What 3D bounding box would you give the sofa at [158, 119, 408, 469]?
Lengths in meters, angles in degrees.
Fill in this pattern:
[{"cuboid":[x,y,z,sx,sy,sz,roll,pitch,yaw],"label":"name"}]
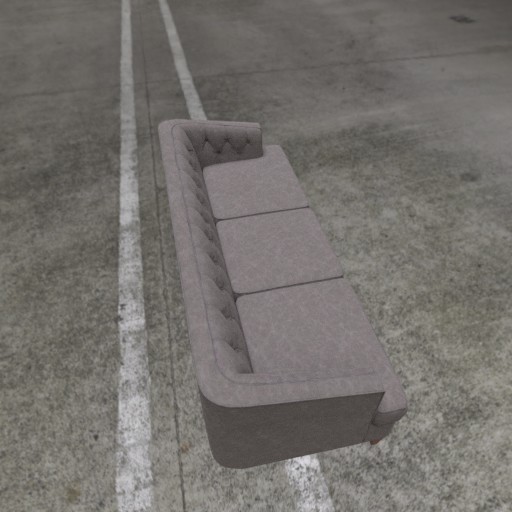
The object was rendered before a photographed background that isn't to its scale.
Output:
[{"cuboid":[0.000,0.000,2.681,0.917,0.806,2.247,-9,46,-9],"label":"sofa"}]
